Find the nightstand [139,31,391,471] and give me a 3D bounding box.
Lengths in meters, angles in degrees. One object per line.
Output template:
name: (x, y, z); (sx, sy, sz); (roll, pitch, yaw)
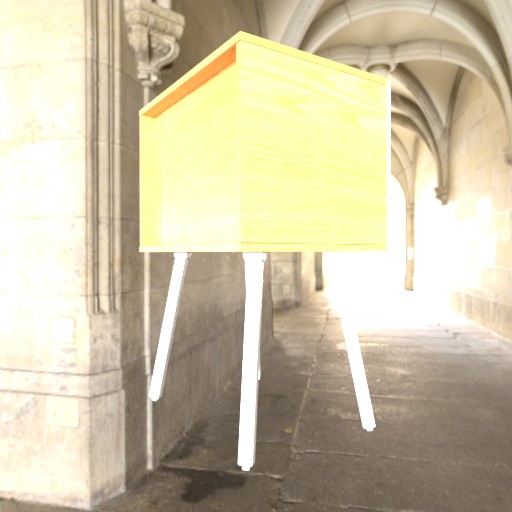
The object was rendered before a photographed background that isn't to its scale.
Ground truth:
nightstand: (0.000, 0.000, 0.844); (0.316, 0.601, 0.400); (0, 1, -34)
